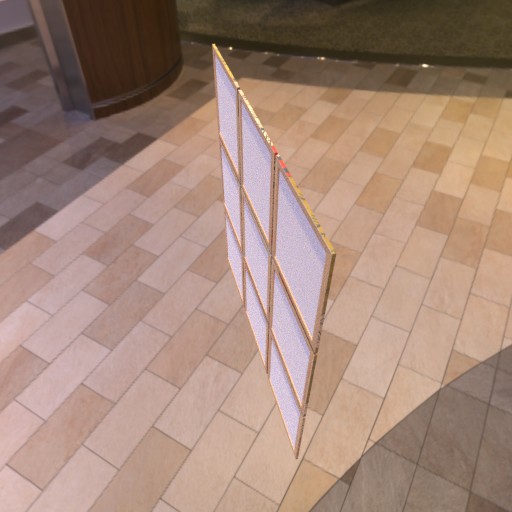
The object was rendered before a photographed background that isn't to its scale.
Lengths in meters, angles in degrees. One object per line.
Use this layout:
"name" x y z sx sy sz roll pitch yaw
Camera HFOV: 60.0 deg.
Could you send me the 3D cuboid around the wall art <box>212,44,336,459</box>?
"wall art" 0.000 0.000 2.259 0.013 1.534 1.519 -12 47 -11
